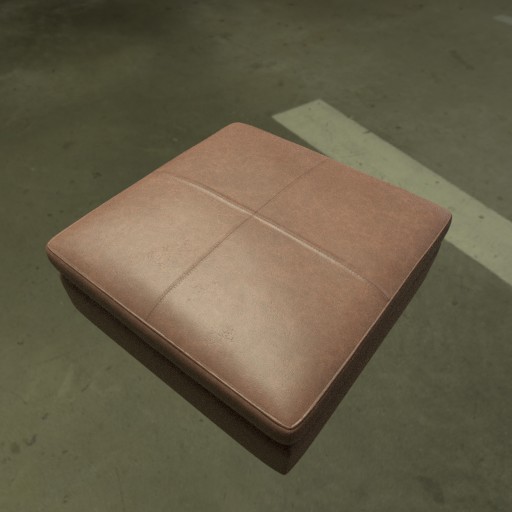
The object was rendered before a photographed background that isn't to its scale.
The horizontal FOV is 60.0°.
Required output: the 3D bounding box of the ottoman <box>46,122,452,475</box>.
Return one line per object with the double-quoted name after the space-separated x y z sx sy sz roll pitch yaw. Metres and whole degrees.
0.000 0.000 1.818 1.168 0.490 1.168 30 54 25 "ottoman"
